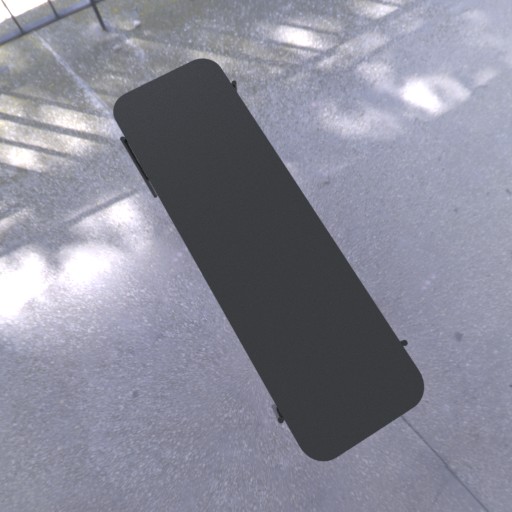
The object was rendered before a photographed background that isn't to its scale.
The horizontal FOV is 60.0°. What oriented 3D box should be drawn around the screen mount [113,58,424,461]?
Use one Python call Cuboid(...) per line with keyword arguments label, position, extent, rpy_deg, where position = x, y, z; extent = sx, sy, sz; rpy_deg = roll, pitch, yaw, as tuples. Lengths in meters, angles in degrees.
Cuboid(label="screen mount", position=(0.000, 0.000, 1.465), extent=(0.400, 0.447, 1.200), rpy_deg=(-29, 77, -7))
